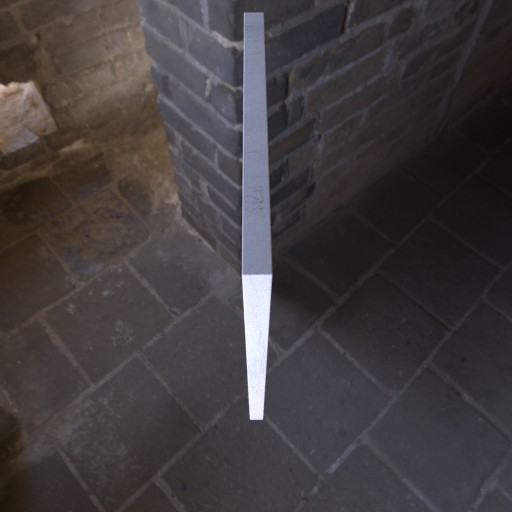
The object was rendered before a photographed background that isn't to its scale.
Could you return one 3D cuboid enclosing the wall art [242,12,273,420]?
[{"bbox_3d":[0.000,0.000,1.144,0.043,0.914,0.624,0,58,0],"label":"wall art"}]
